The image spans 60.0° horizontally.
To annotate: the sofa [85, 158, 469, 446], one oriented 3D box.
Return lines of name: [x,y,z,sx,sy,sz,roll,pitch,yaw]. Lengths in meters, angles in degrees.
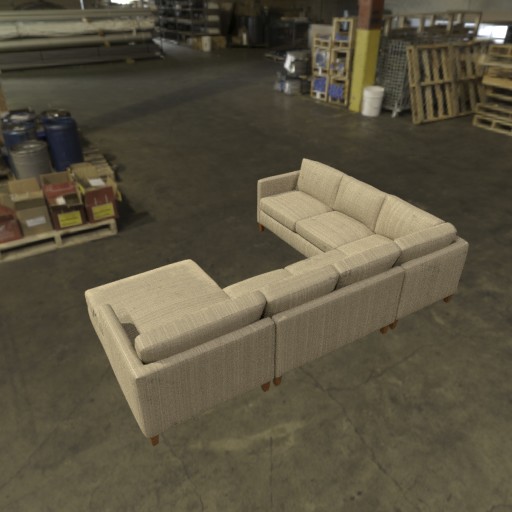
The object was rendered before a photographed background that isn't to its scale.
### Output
sofa: [0.000,0.000,4.686,3.460,0.961,2.594,-18,35,-27]
